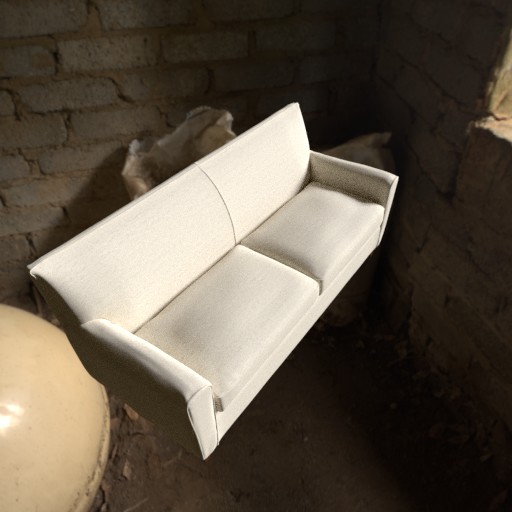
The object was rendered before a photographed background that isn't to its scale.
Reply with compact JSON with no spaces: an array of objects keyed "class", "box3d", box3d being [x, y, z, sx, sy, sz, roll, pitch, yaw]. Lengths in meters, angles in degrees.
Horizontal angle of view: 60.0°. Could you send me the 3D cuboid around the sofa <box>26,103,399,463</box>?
[{"class":"sofa","box3d":[0.000,0.000,2.470,0.841,0.907,2.001,26,48,26]}]
